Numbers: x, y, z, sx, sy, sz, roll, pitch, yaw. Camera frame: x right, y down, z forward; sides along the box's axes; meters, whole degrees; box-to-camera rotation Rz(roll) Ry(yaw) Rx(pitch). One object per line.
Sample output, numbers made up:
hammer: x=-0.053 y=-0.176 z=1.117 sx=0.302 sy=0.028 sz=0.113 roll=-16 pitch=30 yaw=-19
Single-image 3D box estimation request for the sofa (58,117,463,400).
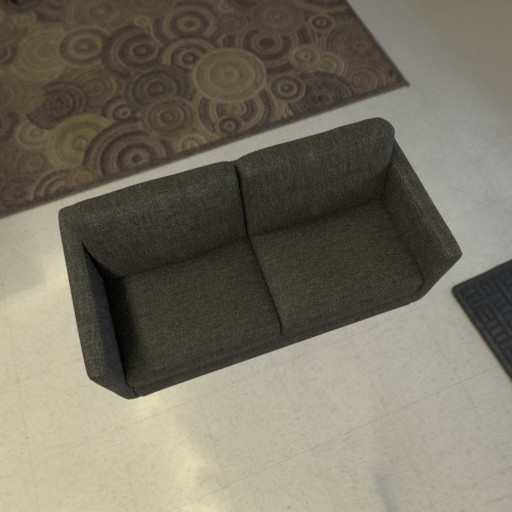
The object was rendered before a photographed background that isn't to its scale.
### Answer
sofa: x=0.000 y=0.000 z=2.472 sx=1.884 sy=0.963 sz=0.950 roll=-17 pitch=66 yaw=-8
